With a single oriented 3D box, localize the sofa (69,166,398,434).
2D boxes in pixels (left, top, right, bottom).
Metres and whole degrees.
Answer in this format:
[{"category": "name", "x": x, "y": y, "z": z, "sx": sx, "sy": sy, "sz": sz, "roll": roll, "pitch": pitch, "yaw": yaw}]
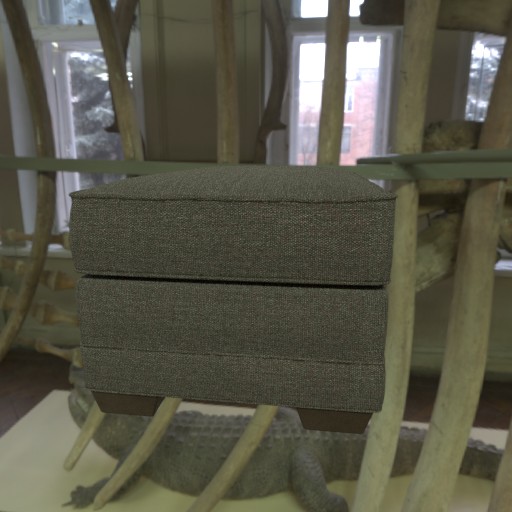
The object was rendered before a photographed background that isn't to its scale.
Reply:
[{"category": "sofa", "x": 0.000, "y": 0.000, "z": 1.180, "sx": 0.578, "sy": 0.457, "sz": 0.854, "roll": 2, "pitch": 13, "yaw": 8}]
